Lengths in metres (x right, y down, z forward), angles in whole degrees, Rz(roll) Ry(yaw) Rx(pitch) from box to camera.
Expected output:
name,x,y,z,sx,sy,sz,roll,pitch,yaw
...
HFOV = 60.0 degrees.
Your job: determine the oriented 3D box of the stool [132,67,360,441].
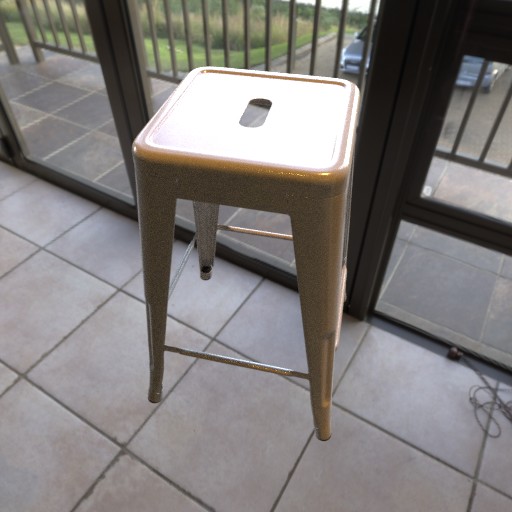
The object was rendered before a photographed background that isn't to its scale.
name,x,y,z,sx,sy,sz,roll,pitch,yaw
stool,0.000,0.000,0.870,0.406,0.610,0.406,9,46,9
